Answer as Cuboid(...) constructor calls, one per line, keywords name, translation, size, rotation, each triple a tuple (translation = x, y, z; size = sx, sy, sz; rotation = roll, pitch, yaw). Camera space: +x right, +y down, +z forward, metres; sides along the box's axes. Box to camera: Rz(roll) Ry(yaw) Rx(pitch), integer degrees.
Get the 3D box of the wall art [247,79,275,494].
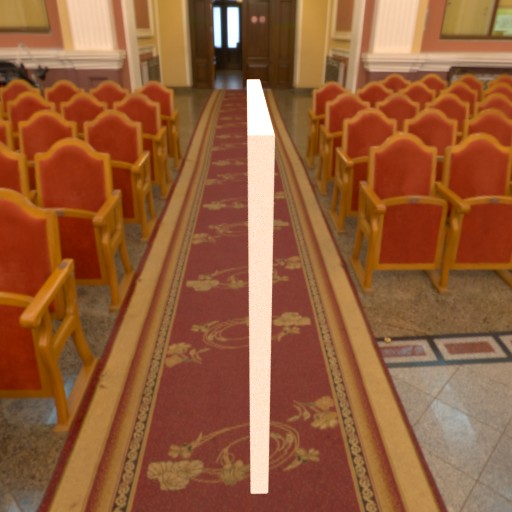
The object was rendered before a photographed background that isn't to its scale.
Cuboid(name="wall art", translation=(0.000, 0.000, 1.113), size=(0.037, 0.757, 0.757), rotation=(0, 27, -1))
